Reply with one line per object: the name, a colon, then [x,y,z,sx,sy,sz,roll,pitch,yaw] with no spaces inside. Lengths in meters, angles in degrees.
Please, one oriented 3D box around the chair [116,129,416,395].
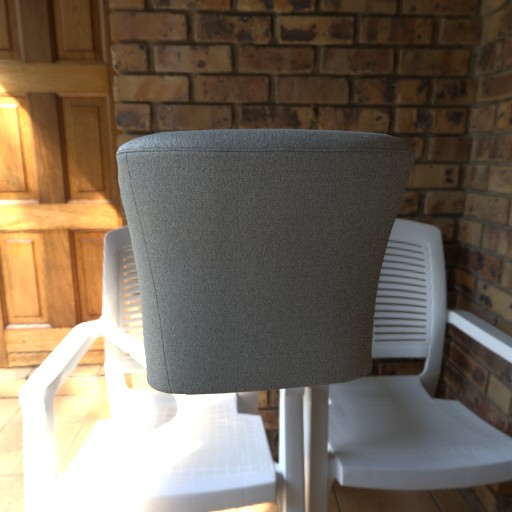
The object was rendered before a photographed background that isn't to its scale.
chair: [0.000,0.000,1.633,0.864,0.856,0.923,-2,13,-9]
